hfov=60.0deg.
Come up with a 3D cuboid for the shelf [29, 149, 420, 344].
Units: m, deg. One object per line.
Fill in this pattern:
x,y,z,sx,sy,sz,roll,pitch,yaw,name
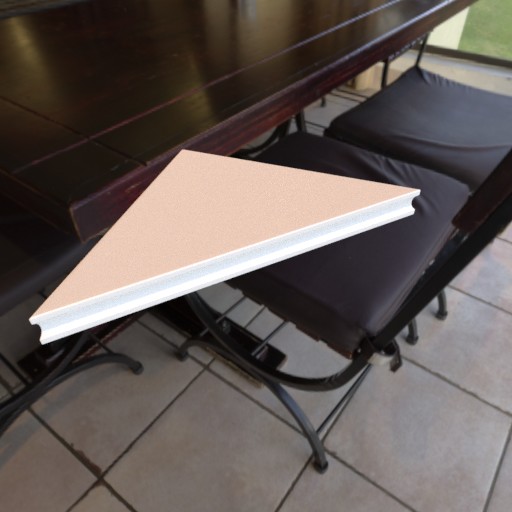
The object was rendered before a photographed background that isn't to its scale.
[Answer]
0.000,0.000,0.442,0.296,0.035,0.296,12,43,13,shelf
